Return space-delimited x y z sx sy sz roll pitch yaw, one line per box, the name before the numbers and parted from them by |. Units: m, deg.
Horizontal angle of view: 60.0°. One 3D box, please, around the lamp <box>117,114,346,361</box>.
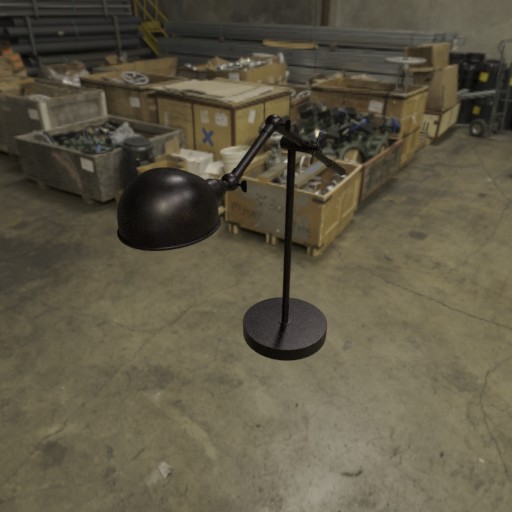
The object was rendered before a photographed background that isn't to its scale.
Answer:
lamp | 0.000 0.000 0.793 0.185 0.495 0.567 20 35 30
